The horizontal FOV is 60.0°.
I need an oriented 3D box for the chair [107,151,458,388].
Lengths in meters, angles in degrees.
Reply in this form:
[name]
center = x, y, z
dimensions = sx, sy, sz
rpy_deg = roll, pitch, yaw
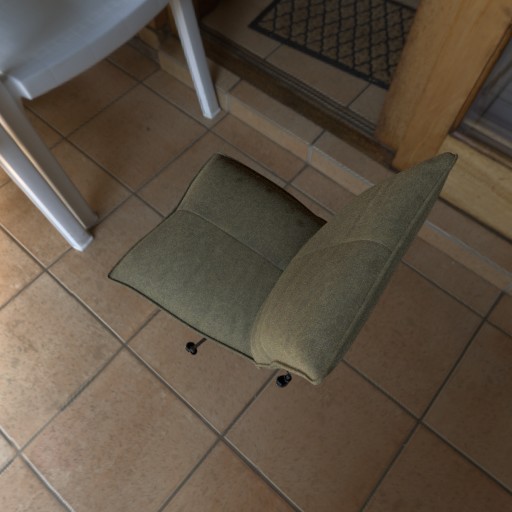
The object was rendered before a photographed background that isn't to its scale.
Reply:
[chair]
center = 0.000, 0.000, 1.290
dimensions = 0.696, 0.811, 0.597
rpy_deg = 32, 68, 14
